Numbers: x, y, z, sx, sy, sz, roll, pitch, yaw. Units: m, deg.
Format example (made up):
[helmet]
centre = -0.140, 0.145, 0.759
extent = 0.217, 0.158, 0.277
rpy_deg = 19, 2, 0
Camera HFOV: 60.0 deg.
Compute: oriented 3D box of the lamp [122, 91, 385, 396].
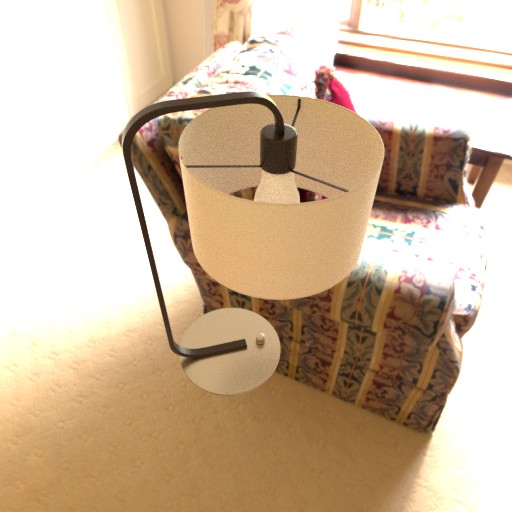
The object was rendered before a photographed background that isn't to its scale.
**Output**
[lamp]
centre = 0.000, 0.000, 0.622
extent = 0.288, 0.473, 0.230
rpy_deg = -10, 46, -10
